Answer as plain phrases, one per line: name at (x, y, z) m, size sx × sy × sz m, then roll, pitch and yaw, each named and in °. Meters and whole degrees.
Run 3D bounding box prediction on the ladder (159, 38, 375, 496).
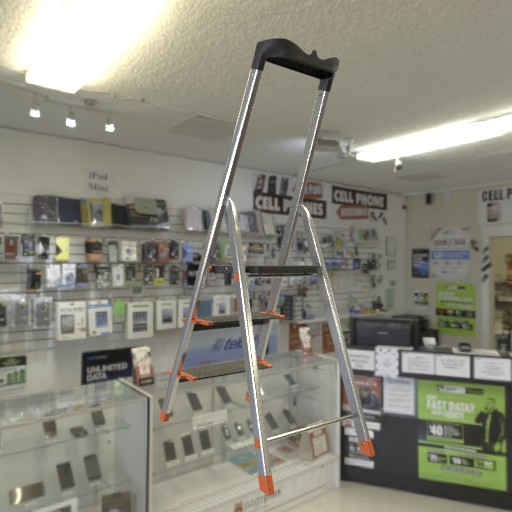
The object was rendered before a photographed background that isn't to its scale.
ladder at (0.000, 0.000, 1.528) m, size 0.416 × 1.229 × 0.686 m, roll 1°, pitch -1°, yaw -36°
